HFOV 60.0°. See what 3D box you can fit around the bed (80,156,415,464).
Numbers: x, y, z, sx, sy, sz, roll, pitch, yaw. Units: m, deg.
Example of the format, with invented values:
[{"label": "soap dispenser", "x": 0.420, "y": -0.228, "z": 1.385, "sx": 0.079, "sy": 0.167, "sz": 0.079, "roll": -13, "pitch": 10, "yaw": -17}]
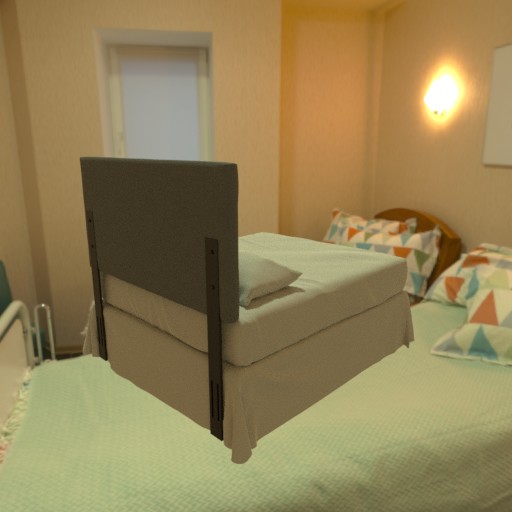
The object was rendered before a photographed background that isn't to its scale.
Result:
[{"label": "bed", "x": 0.000, "y": 0.000, "z": 3.575, "sx": 1.936, "sy": 1.577, "sz": 2.222, "roll": 14, "pitch": 19, "yaw": 43}]
